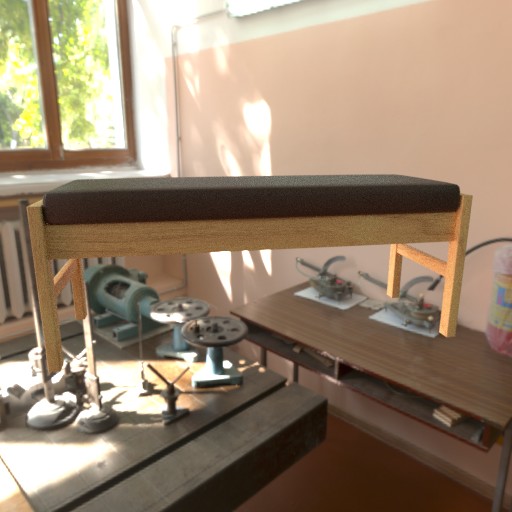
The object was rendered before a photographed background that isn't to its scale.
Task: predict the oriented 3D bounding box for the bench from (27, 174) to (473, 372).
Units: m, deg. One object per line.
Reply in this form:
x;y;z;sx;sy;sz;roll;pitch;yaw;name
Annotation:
0.000;0.000;1.418;1.200;0.480;0.405;-3;15;-10;bench
